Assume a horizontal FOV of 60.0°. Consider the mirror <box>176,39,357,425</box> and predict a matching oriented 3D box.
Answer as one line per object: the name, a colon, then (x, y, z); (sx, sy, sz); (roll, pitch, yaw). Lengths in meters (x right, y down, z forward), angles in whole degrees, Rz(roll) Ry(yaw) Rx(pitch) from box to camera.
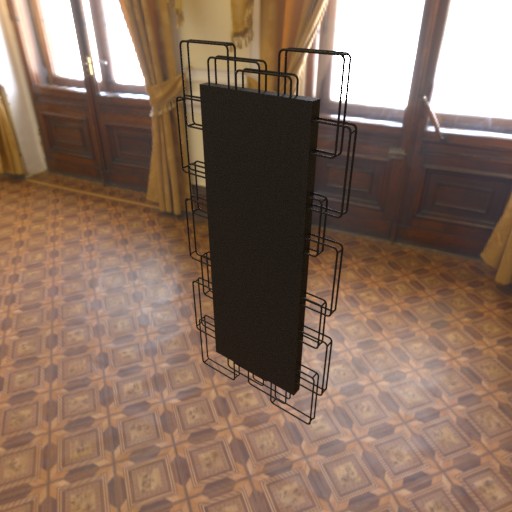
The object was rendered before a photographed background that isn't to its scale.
mirror: (0.000, 0.000, 1.382); (0.565, 1.192, 0.037); (21, 37, 31)
